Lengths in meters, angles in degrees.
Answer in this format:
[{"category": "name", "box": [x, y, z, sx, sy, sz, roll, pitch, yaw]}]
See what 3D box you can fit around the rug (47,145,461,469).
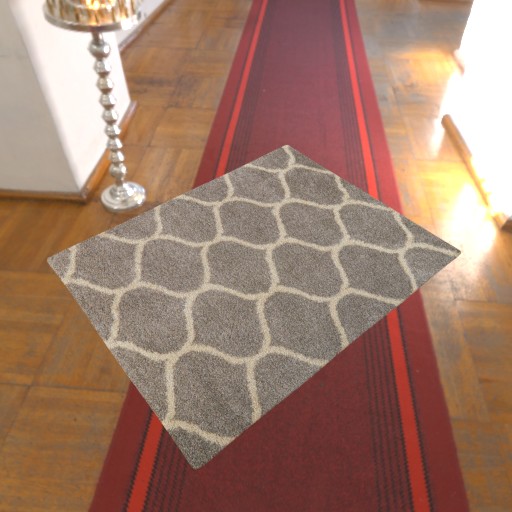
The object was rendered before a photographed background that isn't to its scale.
[{"category": "rug", "box": [0.000, 0.000, 4.081, 3.000, 0.026, 2.399, -31, 53, -27]}]
